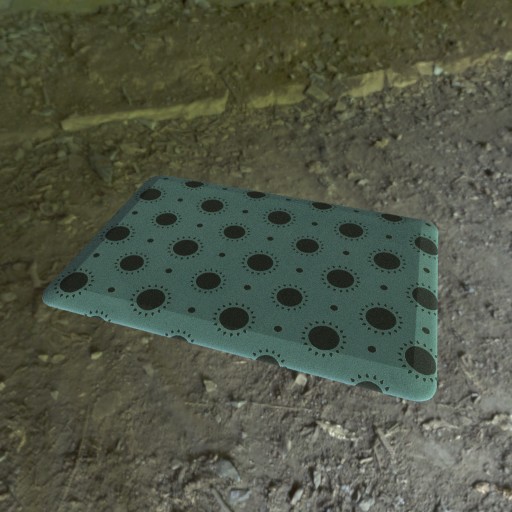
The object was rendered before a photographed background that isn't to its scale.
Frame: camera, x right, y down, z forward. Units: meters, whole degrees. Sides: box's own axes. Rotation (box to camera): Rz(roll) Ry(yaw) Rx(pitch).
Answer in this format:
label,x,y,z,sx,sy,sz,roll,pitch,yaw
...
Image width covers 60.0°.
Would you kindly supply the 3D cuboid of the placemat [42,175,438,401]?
label,x,y,z,sx,sy,sz,roll,pitch,yaw
placemat,0.000,0.000,0.969,0.762,0.021,0.508,12,43,13
